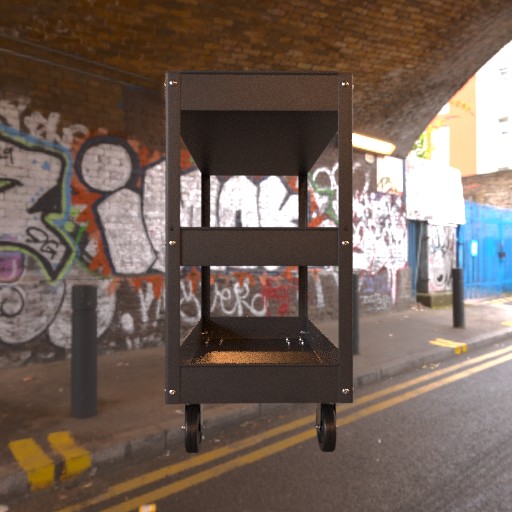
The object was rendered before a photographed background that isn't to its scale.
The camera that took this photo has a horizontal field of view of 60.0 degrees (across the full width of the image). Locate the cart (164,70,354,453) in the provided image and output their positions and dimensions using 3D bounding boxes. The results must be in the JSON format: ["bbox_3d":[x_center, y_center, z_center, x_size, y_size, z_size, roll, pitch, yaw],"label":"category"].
[{"bbox_3d":[0.000,0.000,1.178,0.366,0.780,0.719,0,0,-1],"label":"cart"}]
